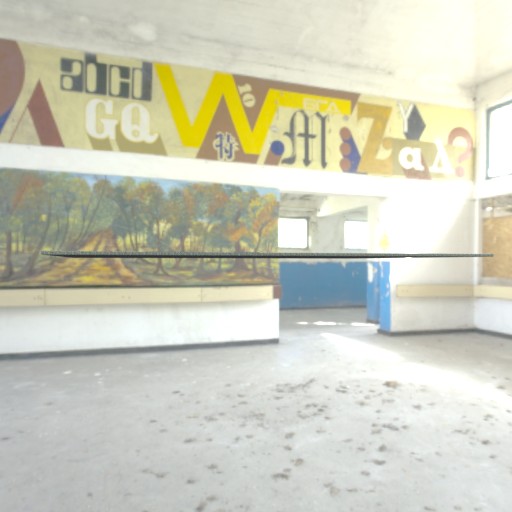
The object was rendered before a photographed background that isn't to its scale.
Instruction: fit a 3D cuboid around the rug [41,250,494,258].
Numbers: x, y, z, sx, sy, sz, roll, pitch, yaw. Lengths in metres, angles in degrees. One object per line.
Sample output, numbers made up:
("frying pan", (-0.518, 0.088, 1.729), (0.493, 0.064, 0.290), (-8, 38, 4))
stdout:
("rug", (0.000, 0.000, 2.260), (1.829, 0.014, 1.235), (0, -1, -18))
